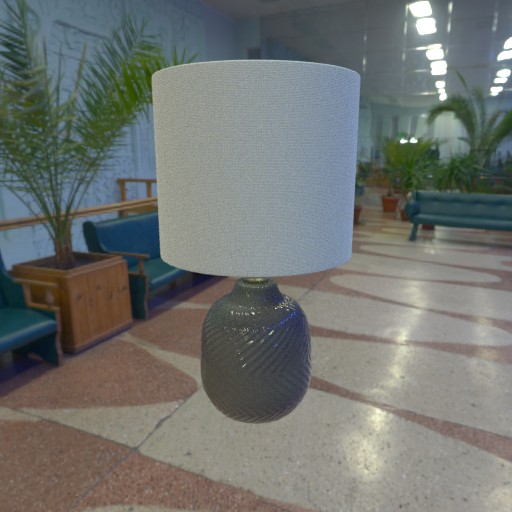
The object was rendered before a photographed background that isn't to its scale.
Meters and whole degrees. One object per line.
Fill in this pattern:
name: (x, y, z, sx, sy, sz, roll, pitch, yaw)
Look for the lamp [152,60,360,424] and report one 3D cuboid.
lamp: (0.000, 0.000, 0.491, 0.207, 0.366, 0.207, 7, 15, 26)
